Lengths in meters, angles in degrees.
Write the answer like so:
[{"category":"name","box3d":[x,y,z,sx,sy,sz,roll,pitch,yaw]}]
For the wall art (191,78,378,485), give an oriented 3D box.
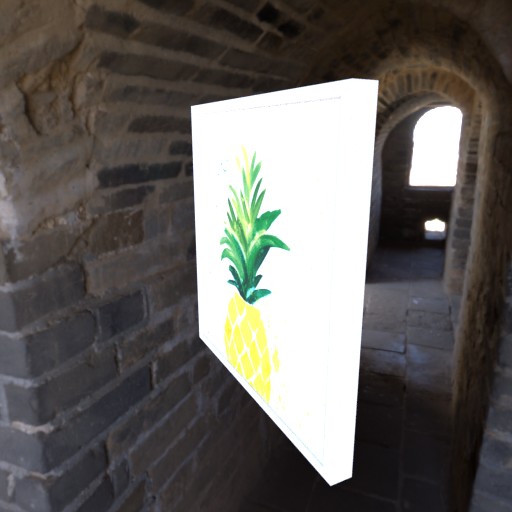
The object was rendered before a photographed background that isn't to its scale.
[{"category":"wall art","box3d":[0.000,0.000,0.750,0.035,0.507,0.508,-8,17,-26]}]
